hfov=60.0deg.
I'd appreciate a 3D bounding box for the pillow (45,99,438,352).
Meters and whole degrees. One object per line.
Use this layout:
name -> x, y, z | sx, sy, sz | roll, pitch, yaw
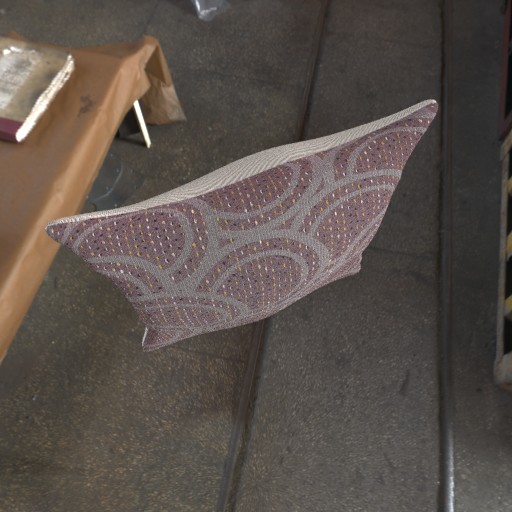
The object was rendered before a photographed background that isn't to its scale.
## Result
pillow -> 0.000, 0.000, 0.764 | 0.514, 0.513, 0.163 | -20, 65, -10
